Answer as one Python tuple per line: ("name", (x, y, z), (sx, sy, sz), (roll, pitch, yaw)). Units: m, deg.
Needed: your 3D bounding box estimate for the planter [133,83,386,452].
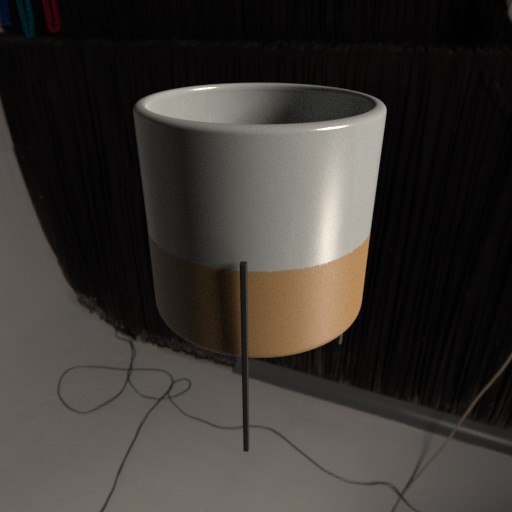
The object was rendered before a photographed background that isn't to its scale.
("planter", (0.000, 0.000, 0.640), (0.310, 0.432, 0.310), (11, 31, 19))
